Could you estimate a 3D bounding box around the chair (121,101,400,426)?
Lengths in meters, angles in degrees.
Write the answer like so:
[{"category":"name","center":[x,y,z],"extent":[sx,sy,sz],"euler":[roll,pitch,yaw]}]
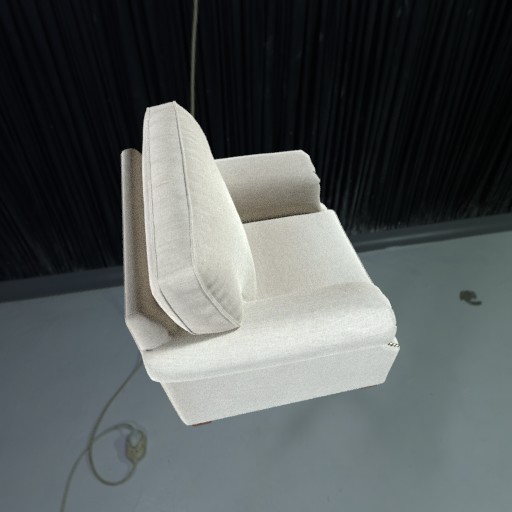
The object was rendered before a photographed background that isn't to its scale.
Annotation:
[{"category":"chair","center":[0.000,0.000,1.841],"extent":[0.965,0.961,1.092],"euler":[-9,46,-9]}]
